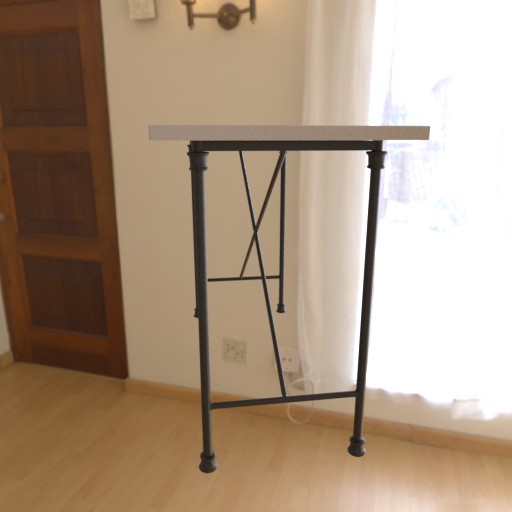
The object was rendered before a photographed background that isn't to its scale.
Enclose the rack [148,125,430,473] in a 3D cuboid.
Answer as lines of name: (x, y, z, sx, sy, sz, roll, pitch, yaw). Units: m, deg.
rack: (0.000, 0.000, 1.607, 0.613, 0.880, 1.159, -2, 15, -8)
